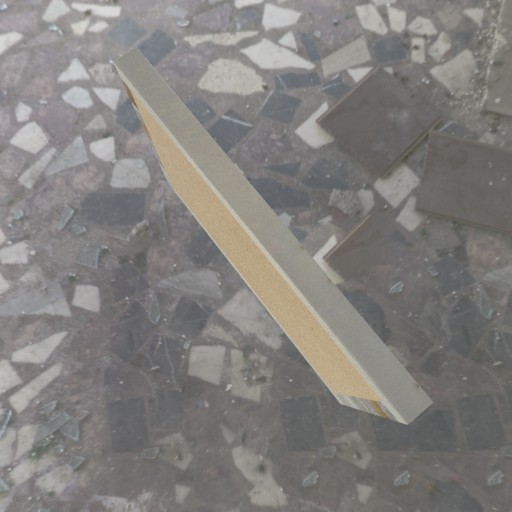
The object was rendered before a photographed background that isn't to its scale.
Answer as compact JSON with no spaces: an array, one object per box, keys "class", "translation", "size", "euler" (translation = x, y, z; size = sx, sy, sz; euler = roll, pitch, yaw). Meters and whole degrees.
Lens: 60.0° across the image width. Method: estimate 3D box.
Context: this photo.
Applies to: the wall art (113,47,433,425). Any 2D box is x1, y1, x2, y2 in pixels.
[{"class":"wall art","translation":[0.000,0.000,0.758],"size":[0.041,0.407,0.606],"euler":[-37,78,-9]}]
